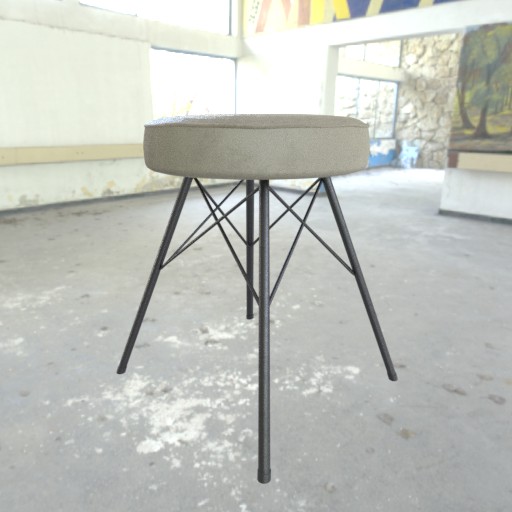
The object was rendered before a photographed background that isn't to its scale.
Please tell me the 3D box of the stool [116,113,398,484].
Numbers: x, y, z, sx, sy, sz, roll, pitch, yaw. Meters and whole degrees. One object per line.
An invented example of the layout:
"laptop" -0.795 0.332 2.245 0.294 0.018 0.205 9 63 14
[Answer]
"stool" 0.000 0.000 0.888 0.457 0.538 0.423 16 23 43
